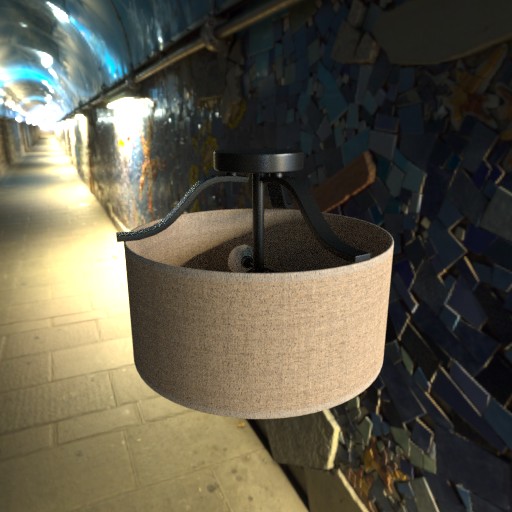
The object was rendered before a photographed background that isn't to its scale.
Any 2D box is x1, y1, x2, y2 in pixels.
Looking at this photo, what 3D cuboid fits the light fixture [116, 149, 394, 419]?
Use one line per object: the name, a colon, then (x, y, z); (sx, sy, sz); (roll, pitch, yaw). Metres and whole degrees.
light fixture: (0.000, 0.000, 0.662); (0.390, 0.306, 0.390); (0, 16, 0)
